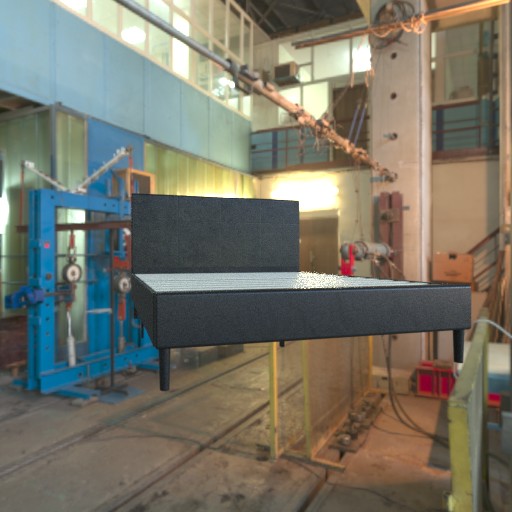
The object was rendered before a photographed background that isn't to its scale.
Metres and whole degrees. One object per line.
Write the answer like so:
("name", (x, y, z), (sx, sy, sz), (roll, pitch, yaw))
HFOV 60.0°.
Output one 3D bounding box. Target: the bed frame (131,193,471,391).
("bed frame", (0.000, 0.000, 3.181), (1.634, 1.127, 2.318), (0, 0, -18))
